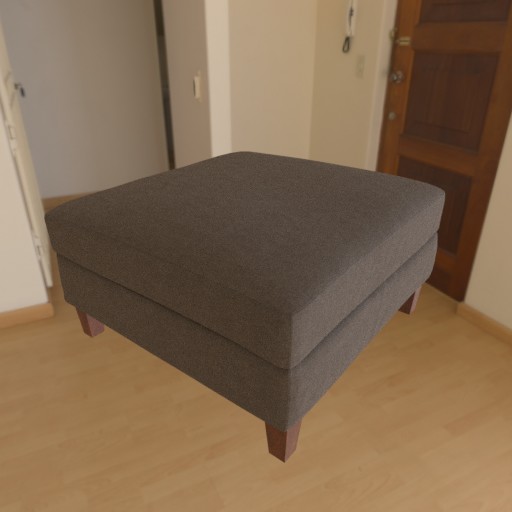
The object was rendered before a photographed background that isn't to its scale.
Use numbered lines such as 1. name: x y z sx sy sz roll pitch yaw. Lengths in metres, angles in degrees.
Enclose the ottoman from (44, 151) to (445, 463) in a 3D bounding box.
1. ottoman: 0.000 0.000 1.382 0.861 0.482 0.881 19 32 34
